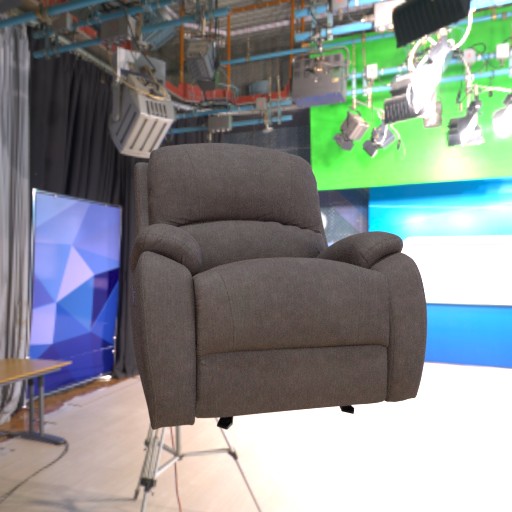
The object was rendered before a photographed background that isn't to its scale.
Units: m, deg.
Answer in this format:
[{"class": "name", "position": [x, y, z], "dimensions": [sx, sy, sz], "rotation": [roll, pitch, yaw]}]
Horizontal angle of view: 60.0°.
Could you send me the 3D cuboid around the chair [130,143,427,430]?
[{"class": "chair", "position": [0.000, 0.000, 1.703], "dimensions": [0.930, 1.011, 0.899], "rotation": [0, 0, -18]}]
